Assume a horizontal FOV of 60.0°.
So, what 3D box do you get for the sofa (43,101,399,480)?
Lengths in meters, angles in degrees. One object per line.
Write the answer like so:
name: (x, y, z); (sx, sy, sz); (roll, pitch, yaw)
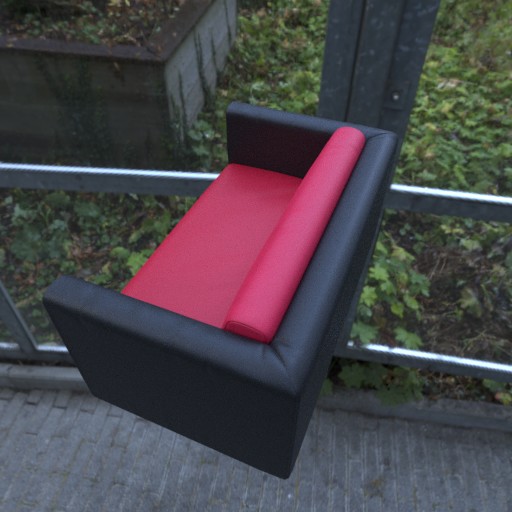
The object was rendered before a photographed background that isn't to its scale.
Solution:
sofa: (0.000, 0.000, 1.897); (0.845, 0.735, 1.410); (17, 48, 16)
